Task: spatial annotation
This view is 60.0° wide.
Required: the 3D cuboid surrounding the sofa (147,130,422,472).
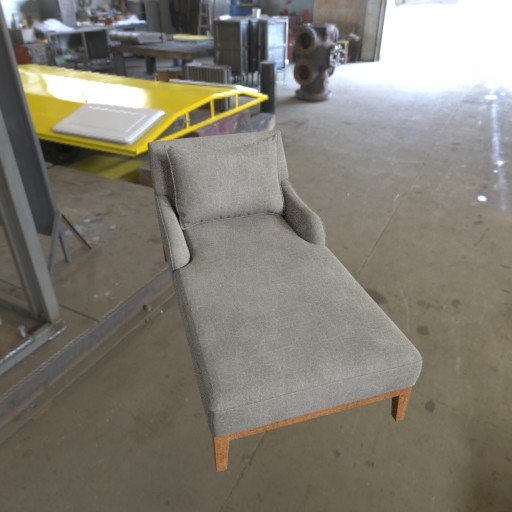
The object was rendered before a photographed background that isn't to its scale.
[{"bbox_3d":[0.000,0.000,2.353,0.894,0.859,1.779,-9,33,-14],"label":"sofa"}]
